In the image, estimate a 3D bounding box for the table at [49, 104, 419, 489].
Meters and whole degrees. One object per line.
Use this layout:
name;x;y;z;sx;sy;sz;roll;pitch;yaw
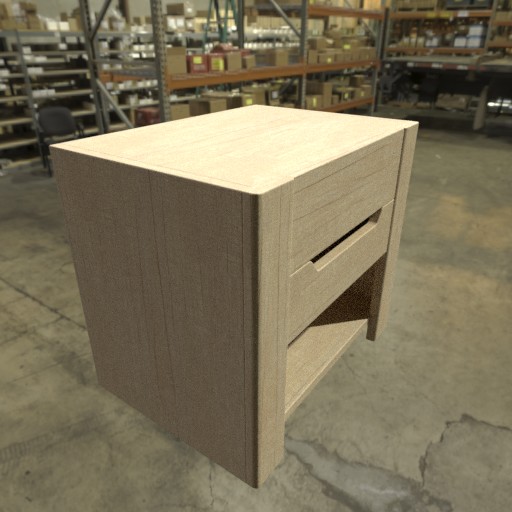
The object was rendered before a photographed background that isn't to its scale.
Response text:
table;0.000;0.000;0.929;0.420;0.510;0.570;18;32;32
